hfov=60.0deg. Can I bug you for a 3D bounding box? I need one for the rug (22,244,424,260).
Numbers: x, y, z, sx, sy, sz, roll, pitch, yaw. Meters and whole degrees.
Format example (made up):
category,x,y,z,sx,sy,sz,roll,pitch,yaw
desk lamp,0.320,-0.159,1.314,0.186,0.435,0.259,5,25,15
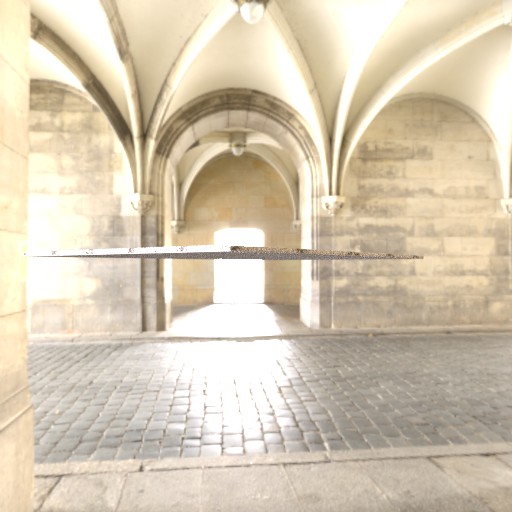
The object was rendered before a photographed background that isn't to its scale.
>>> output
category,x,y,z,sx,sy,sz,roll,pitch,yaw
rug,0.000,0.000,3.454,1.778,0.030,2.743,-1,-1,37
